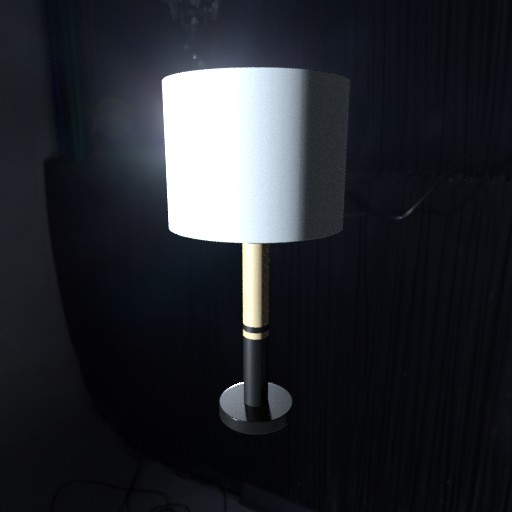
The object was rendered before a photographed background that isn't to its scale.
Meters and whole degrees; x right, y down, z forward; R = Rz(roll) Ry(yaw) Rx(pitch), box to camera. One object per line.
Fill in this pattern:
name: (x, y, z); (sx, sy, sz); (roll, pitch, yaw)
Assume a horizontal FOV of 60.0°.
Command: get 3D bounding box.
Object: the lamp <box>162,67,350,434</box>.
lamp: (0.000, 0.000, 0.806); (0.305, 0.640, 0.305); (7, 16, 27)
